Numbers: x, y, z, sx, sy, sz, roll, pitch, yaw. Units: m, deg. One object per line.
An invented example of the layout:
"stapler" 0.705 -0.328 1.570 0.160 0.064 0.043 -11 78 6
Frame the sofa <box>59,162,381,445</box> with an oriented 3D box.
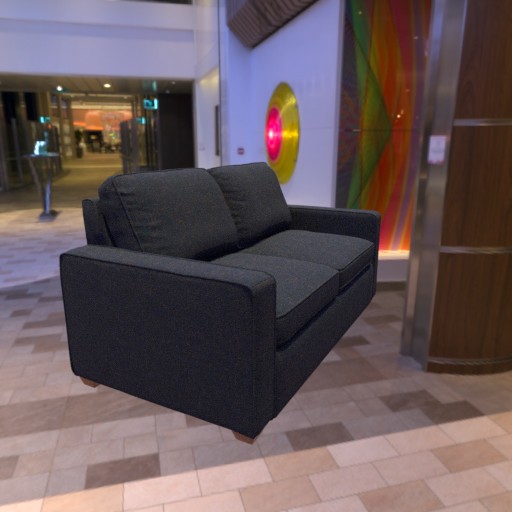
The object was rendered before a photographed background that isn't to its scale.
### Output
"sofa" 0.000 0.000 2.337 0.947 0.918 1.709 8 17 27
